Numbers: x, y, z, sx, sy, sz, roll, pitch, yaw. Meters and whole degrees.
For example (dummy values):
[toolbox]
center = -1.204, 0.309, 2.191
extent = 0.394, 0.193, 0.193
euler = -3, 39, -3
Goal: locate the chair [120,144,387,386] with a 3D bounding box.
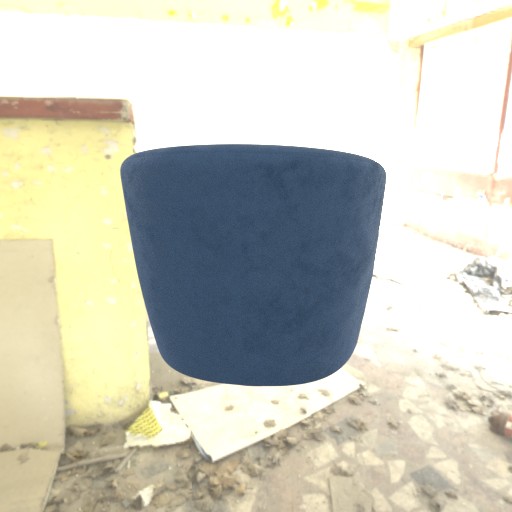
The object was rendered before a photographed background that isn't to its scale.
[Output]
[chair]
center = 0.000, 0.000, 1.379
extent = 0.773, 0.698, 0.767
euler = 2, 16, 6
